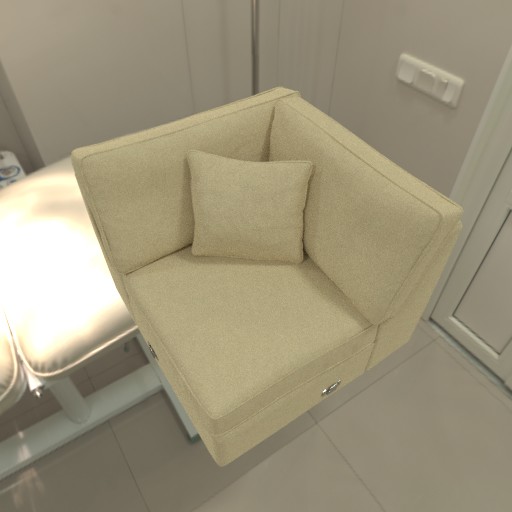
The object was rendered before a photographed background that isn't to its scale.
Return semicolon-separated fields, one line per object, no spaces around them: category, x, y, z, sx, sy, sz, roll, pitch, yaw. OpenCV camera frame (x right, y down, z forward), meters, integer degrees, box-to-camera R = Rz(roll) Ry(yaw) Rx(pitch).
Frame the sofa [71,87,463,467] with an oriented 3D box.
sofa;0.000;0.000;1.899;1.084;1.002;1.146;-26;52;-22
